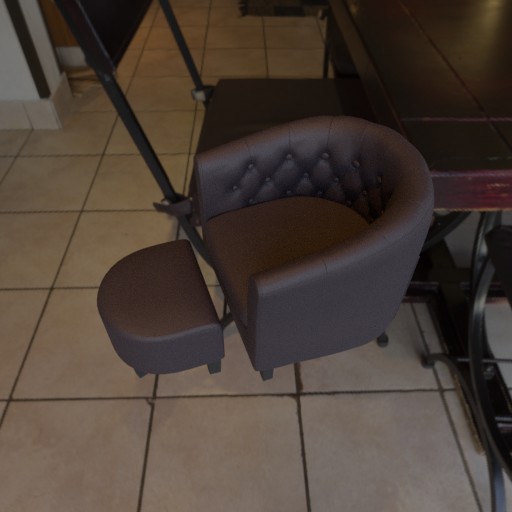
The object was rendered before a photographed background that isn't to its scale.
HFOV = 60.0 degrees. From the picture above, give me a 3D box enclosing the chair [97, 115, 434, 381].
[{"bbox_3d":[0.000,0.000,1.671,1.191,0.760,0.763,-15,48,-14],"label":"chair"}]
